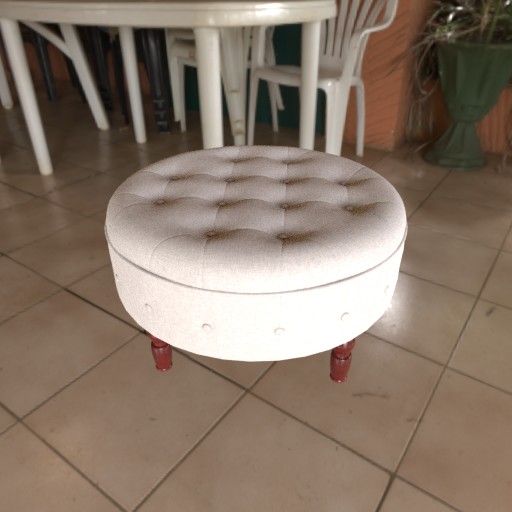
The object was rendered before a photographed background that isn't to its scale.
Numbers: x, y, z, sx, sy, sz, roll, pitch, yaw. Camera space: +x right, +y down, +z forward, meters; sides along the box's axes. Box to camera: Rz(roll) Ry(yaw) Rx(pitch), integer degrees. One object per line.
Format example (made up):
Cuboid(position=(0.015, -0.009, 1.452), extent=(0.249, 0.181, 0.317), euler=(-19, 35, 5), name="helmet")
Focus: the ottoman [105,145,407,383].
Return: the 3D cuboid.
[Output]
Cuboid(position=(0.000, 0.000, 1.379), extent=(0.849, 0.478, 0.849), euler=(0, 32, 0), name="ottoman")
